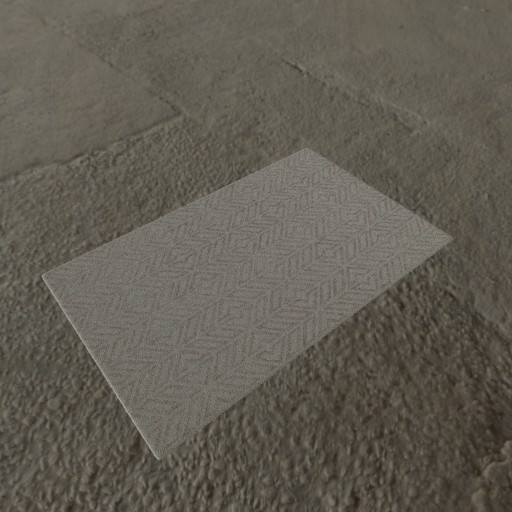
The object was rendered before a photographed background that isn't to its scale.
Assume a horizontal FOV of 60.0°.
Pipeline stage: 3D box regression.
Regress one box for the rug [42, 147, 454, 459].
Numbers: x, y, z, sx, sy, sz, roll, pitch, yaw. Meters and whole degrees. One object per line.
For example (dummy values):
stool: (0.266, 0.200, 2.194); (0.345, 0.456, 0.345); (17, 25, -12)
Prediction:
rug: (0.000, 0.000, 3.060); (2.438, 0.008, 1.523); (-30, 53, -26)
